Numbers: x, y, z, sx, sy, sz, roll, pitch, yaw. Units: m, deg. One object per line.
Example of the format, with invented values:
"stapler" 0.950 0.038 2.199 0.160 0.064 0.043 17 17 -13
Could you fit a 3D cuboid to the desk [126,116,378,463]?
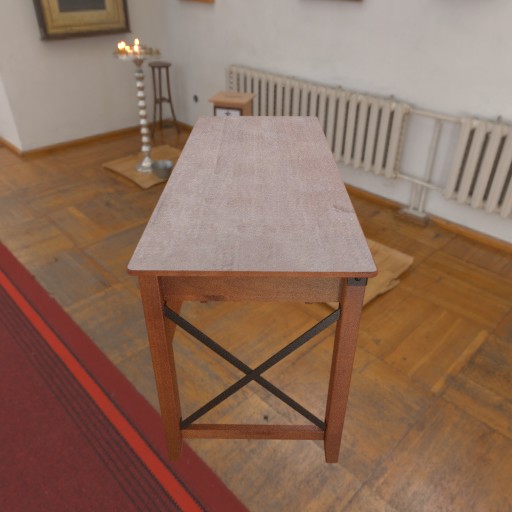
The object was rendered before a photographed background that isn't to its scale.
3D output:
"desk" 0.000 0.000 1.768 0.574 0.756 1.353 0 32 1
